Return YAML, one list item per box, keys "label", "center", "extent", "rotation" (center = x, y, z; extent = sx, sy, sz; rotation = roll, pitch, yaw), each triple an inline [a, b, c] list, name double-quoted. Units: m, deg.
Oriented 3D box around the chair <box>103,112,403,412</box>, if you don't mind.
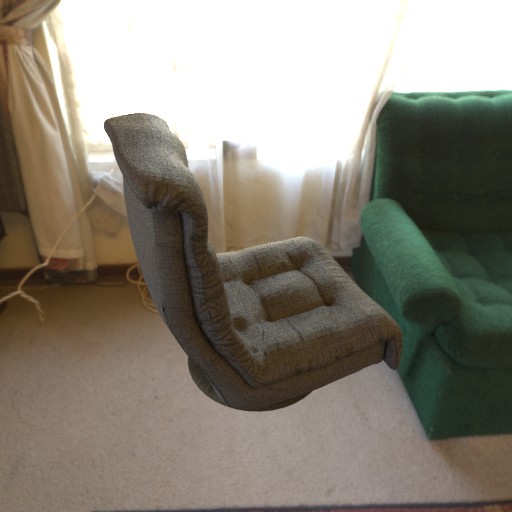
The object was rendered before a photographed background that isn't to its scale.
- label: "chair"
  center: [0.000, 0.000, 1.219]
  extent: [0.668, 0.749, 0.597]
  rotation: [-11, 33, -17]
